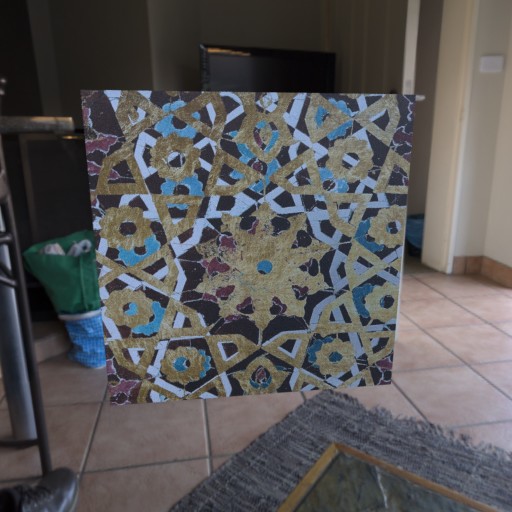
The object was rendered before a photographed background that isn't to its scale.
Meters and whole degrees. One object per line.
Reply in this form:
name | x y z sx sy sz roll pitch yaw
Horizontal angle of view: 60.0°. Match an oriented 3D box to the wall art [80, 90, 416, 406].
wall art | 0.000 0.000 0.585 0.404 0.406 0.010 -2 15 -8
